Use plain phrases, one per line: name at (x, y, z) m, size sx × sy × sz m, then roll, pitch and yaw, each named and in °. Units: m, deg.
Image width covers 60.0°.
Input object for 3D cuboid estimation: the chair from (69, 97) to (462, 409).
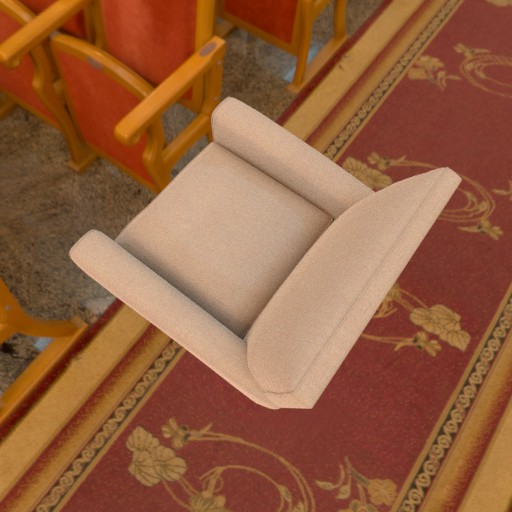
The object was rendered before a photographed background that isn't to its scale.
chair at (0.000, 0.000, 1.580) m, size 0.871 × 0.846 × 0.840 m, roll 34°, pitch 69°, yaw 15°
